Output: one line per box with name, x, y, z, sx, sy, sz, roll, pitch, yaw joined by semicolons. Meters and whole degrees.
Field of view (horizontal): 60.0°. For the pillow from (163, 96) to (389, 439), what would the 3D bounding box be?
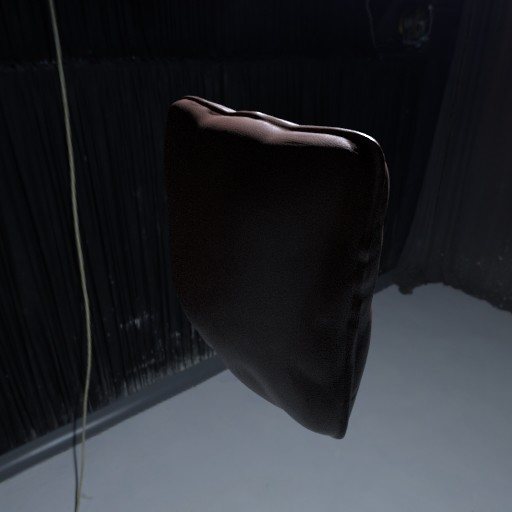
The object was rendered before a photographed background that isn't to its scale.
pillow;0.000;0.000;0.822;0.236;0.523;0.532;-18;32;-32
